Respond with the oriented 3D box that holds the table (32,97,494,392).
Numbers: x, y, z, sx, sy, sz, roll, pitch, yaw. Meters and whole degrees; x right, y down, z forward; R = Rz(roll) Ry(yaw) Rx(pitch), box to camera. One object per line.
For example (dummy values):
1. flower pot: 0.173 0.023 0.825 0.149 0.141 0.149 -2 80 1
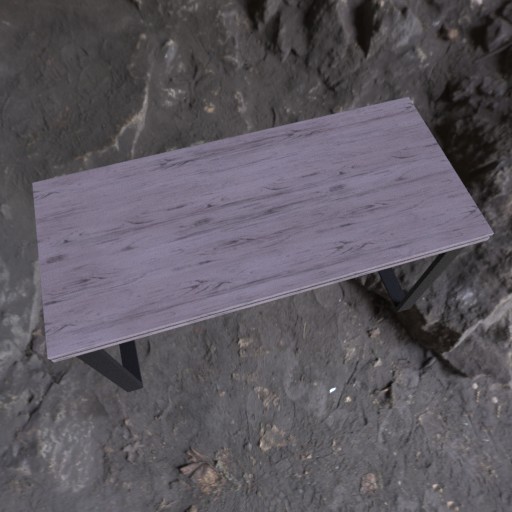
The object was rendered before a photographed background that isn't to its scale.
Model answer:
1. table: 0.000 0.000 2.255 1.778 0.899 0.795 -15 64 -7
